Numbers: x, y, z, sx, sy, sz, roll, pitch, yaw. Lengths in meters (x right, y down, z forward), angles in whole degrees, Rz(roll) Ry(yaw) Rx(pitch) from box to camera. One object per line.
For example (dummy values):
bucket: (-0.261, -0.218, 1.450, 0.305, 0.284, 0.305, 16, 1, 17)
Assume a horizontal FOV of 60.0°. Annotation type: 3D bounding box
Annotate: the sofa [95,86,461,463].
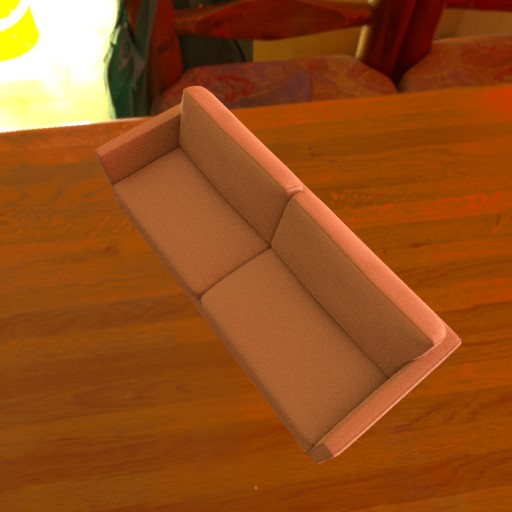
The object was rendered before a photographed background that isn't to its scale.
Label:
sofa: (0.000, 0.000, 2.849, 0.951, 0.968, 2.361, -34, 68, -16)
